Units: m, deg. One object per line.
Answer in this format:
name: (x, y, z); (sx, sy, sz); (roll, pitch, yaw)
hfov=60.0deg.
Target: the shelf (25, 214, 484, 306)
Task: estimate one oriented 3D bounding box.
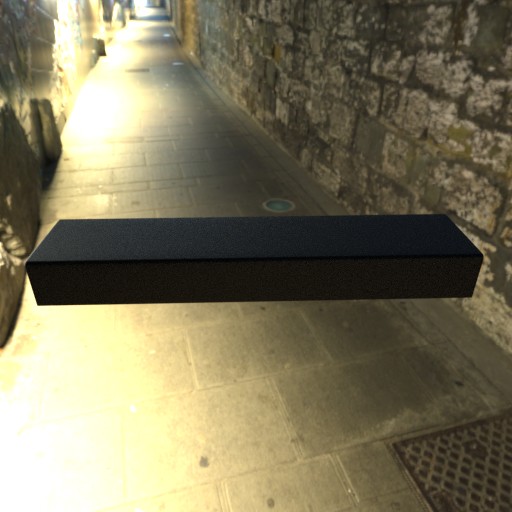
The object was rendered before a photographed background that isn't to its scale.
shelf: (0.000, 0.000, 0.494); (0.456, 0.053, 0.102); (-1, 30, -2)
